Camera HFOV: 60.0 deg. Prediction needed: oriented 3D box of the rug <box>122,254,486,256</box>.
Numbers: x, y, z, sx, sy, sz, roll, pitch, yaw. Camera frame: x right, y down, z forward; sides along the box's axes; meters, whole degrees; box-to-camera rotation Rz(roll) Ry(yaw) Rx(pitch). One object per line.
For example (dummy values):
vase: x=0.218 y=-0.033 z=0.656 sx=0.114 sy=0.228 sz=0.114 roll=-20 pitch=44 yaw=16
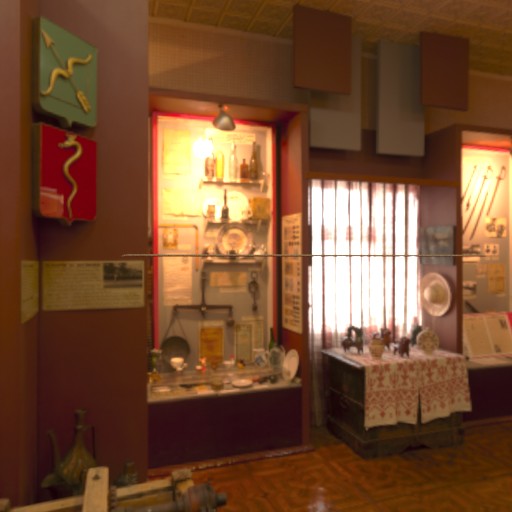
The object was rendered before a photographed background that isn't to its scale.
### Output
rug: x=0.000 y=0.000 z=4.087 sx=2.363 sy=0.012 sz=2.980 roll=0 pitch=0 yaw=-17
